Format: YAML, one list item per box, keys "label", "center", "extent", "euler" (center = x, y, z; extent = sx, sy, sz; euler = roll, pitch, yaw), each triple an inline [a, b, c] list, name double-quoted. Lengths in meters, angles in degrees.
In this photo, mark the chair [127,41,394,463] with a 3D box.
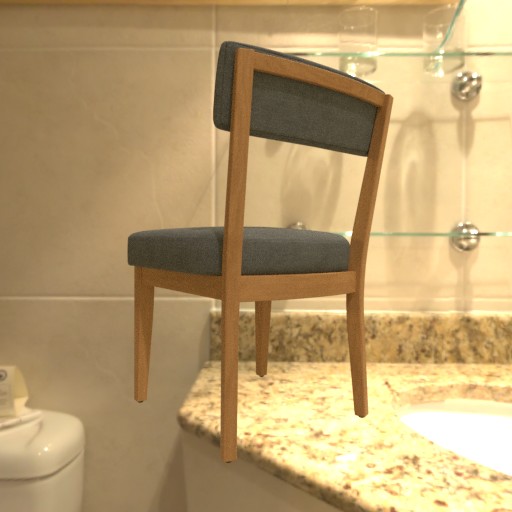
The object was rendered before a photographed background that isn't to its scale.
- label: "chair"
  center: [0.000, 0.000, 1.165]
  extent: [0.508, 0.832, 0.572]
  euler: [-1, 1, -36]
